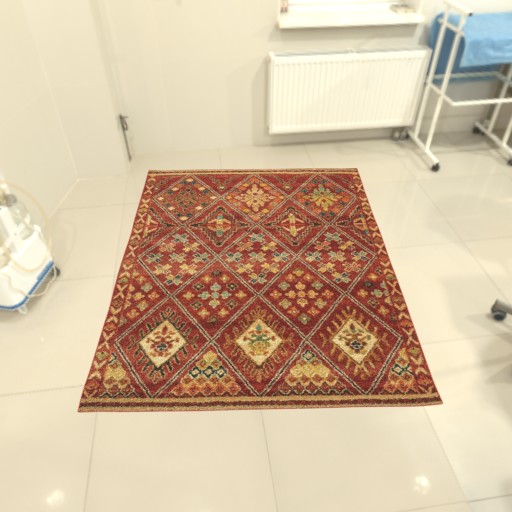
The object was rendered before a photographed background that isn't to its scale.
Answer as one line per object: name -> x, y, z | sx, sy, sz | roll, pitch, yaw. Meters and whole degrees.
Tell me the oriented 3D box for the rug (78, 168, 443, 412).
rug -> 0.000, 0.000, 4.140 | 2.489, 0.030, 3.086 | -1, 42, -1
